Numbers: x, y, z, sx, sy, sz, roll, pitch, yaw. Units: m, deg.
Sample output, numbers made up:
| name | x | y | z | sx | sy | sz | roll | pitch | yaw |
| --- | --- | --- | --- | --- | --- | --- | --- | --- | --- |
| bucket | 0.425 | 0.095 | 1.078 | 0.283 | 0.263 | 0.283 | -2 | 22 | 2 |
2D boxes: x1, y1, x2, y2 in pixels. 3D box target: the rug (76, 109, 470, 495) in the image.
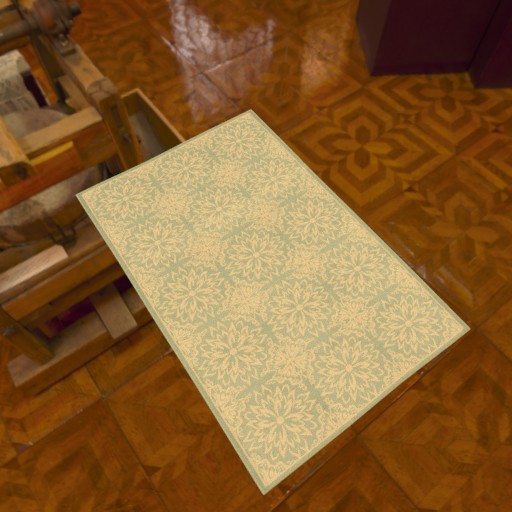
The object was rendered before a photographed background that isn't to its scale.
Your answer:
| name | x | y | z | sx | sy | sz | roll | pitch | yaw |
| --- | --- | --- | --- | --- | --- | --- | --- | --- | --- |
| rug | 0.000 | 0.000 | 3.461 | 1.819 | 0.018 | 2.746 | -31 | 64 | -17 |
